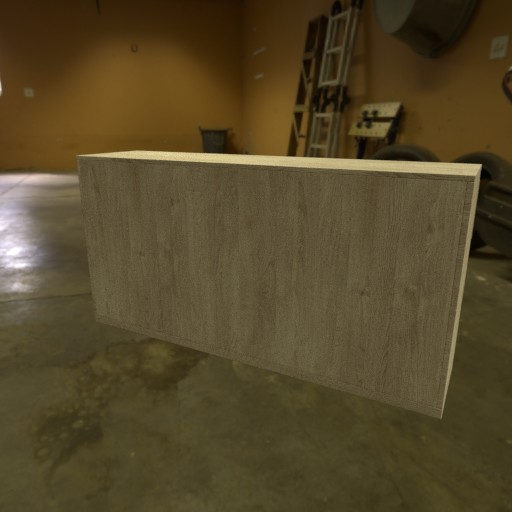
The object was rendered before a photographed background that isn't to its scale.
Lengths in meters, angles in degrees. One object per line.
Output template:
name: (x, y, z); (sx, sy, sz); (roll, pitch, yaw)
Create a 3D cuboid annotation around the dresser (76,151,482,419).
dresser: (0.000, 0.000, 1.861); (1.590, 0.795, 0.390); (9, 19, 27)
